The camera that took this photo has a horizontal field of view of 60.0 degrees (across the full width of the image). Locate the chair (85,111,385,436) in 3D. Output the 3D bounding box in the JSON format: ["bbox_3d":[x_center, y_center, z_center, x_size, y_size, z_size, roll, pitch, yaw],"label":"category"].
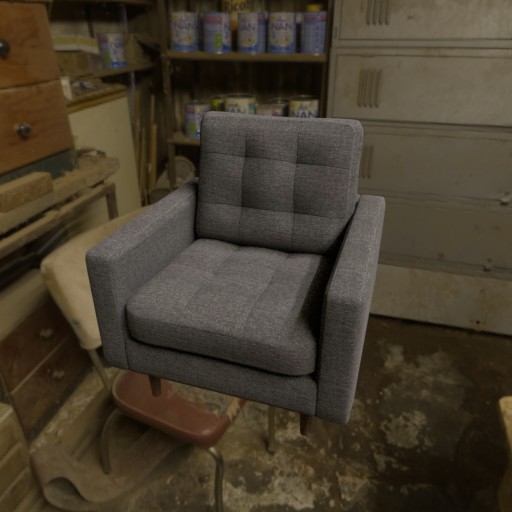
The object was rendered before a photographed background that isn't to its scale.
[{"bbox_3d":[0.000,0.000,1.576,0.821,0.880,0.843,9,29,16],"label":"chair"}]
